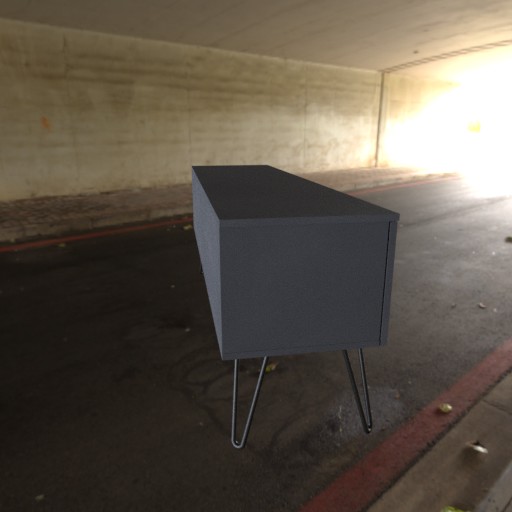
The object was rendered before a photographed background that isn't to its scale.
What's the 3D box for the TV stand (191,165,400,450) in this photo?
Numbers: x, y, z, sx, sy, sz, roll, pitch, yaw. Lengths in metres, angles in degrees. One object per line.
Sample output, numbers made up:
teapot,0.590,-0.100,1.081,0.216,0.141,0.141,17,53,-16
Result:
TV stand,0.000,0.000,1.651,0.400,0.560,1.400,-3,16,-10
